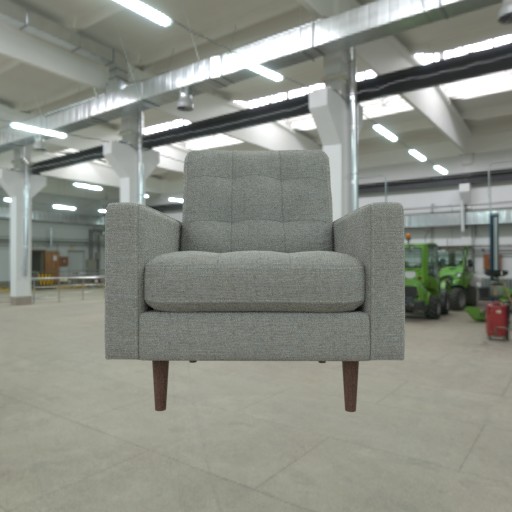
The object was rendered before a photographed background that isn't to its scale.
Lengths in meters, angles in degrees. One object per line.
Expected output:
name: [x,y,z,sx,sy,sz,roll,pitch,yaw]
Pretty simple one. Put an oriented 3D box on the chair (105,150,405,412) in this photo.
chair: [0.000,0.000,1.583,0.821,0.880,0.843,0,-1,1]
